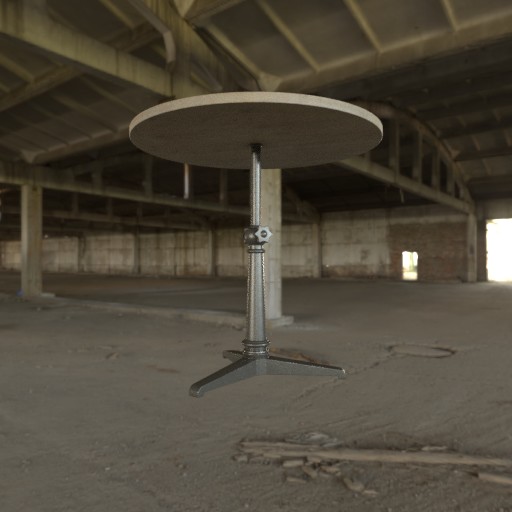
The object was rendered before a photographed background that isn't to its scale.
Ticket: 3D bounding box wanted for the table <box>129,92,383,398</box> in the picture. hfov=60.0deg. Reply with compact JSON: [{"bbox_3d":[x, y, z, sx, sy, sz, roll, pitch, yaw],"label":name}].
[{"bbox_3d":[0.000,0.000,1.454,0.800,0.780,0.800,0,0,0],"label":"table"}]
